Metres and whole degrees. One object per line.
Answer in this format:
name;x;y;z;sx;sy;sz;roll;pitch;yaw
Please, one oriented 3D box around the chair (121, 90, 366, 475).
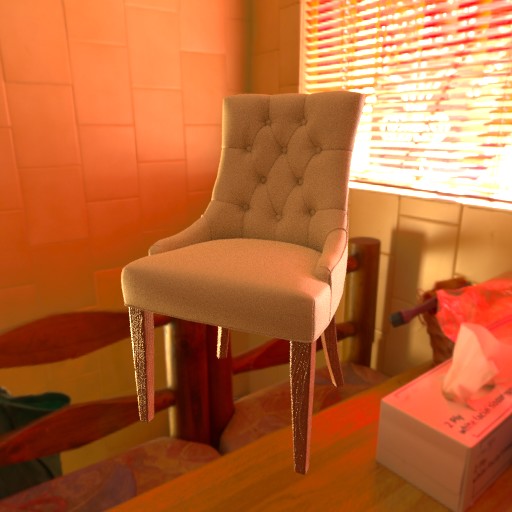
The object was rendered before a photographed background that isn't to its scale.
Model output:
chair;0.000;0.000;1.211;0.509;0.874;0.565;7;17;24
